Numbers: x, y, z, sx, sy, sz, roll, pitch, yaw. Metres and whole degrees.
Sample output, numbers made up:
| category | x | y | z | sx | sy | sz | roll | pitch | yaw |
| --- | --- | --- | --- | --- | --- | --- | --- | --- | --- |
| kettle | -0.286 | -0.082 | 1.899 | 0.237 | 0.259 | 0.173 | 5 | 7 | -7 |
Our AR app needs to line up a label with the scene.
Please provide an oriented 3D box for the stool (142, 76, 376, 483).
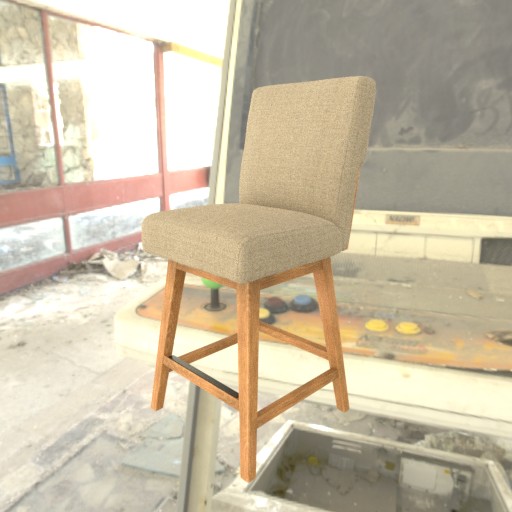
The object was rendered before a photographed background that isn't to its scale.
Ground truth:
| category | x | y | z | sx | sy | sz | roll | pitch | yaw |
| --- | --- | --- | --- | --- | --- | --- | --- | --- | --- |
| stool | 0.000 | 0.000 | 1.319 | 0.526 | 1.010 | 0.459 | -14 | 21 | -43 |
